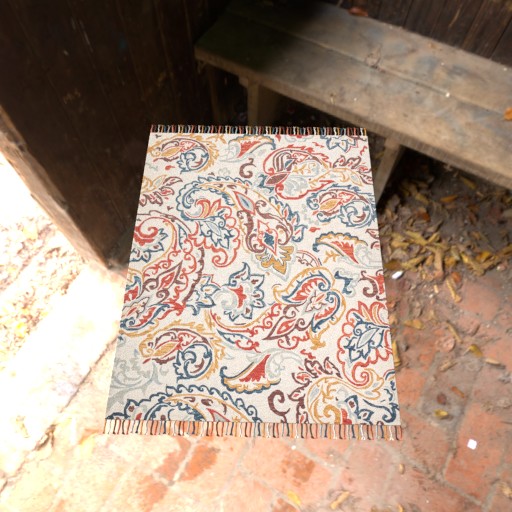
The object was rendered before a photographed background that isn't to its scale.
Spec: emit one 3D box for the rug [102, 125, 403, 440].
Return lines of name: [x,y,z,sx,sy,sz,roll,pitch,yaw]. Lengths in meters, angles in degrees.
rug: [0.000,0.000,4.310,2.439,0.015,3.274,1,64,1]
